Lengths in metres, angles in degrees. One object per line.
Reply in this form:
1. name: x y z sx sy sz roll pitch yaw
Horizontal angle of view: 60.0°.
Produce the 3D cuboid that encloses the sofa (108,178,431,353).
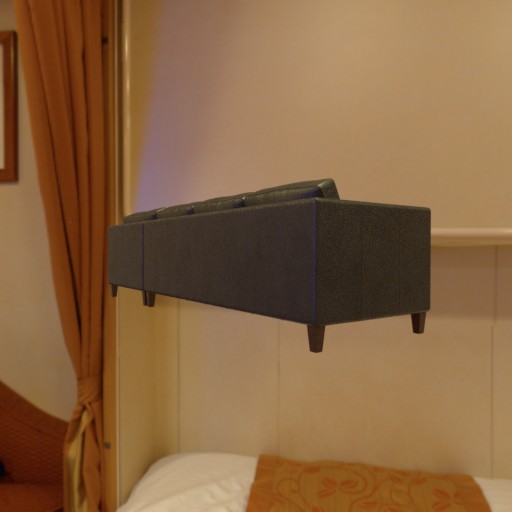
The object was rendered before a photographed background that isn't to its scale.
1. sofa: 0.000 0.000 3.842 1.581 0.883 3.203 -1 1 -35
